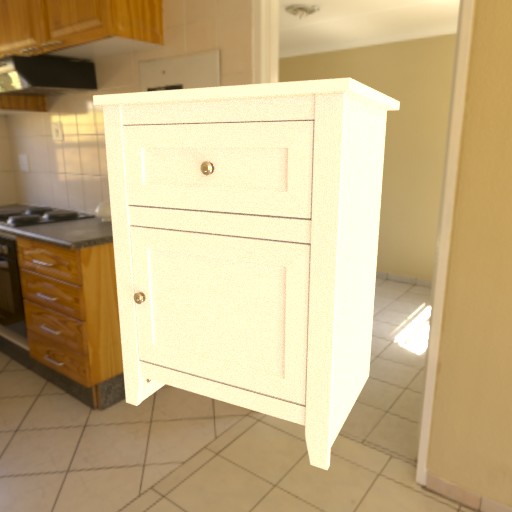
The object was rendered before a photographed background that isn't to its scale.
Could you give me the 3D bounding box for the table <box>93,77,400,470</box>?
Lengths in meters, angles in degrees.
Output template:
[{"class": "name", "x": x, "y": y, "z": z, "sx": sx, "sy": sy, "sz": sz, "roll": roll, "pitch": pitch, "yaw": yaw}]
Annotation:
[{"class": "table", "x": 0.000, "y": 0.000, "z": 0.945, "sx": 0.480, "sy": 0.635, "sz": 0.381, "roll": 7, "pitch": 16, "yaw": 26}]
